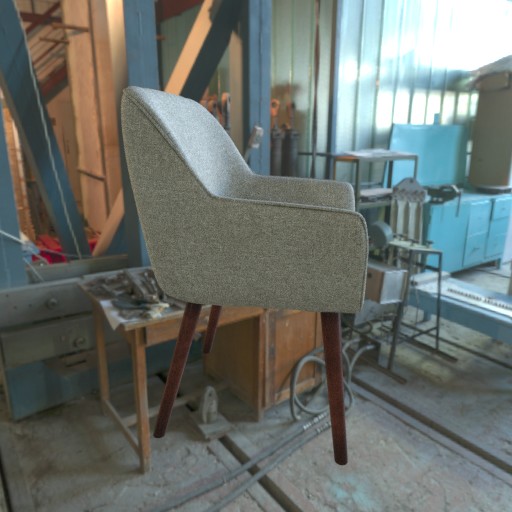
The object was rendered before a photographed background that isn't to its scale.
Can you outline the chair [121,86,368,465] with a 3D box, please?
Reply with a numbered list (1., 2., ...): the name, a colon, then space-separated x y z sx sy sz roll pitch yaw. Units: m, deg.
1. chair: 0.000 0.000 1.144 0.519 0.803 0.543 3 16 9
